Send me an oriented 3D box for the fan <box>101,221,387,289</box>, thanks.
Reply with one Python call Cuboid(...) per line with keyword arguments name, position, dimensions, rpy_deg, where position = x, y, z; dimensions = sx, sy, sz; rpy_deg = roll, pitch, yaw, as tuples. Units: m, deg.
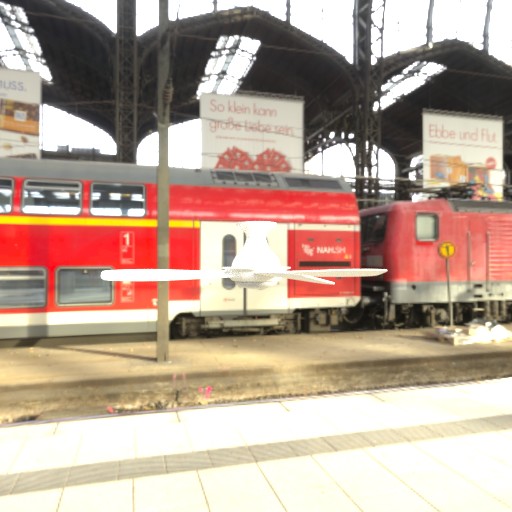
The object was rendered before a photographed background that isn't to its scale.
Cuboid(name="fan", position=(0.000, 0.000, 2.566), dimensions=(1.694, 0.382, 1.693), rpy_deg=(0, -1, -18))
